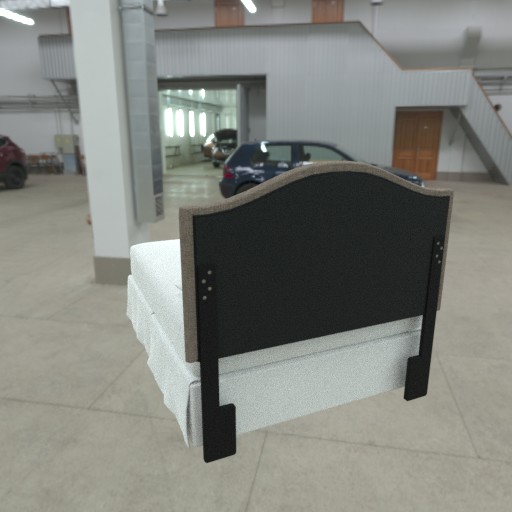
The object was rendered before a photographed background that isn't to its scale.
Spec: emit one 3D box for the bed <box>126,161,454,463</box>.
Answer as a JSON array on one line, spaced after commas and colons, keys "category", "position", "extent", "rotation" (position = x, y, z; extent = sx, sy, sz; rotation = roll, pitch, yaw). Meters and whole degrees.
[{"category": "bed", "position": [0.000, 0.000, 3.347], "extent": [1.713, 1.518, 2.153], "rotation": [-7, 17, -23]}]
